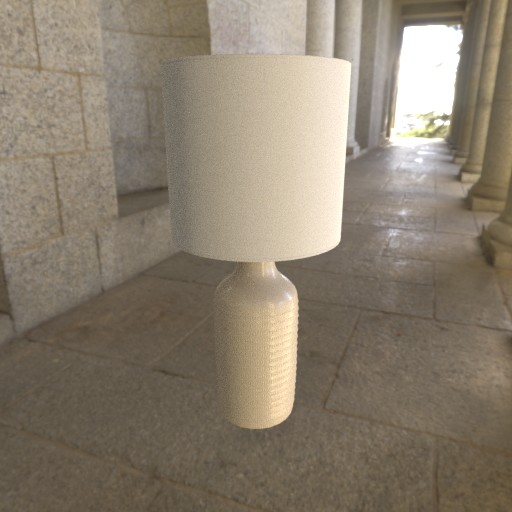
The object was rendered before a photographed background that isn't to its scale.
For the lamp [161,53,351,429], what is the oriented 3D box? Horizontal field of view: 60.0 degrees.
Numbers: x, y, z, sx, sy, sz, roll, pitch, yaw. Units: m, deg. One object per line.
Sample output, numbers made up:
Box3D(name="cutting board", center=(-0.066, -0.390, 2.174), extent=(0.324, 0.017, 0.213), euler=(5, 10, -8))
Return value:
Box3D(name="lamp", center=(0.000, 0.000, 0.598), extent=(0.220, 0.475, 0.220), euler=(-2, 18, -8))
